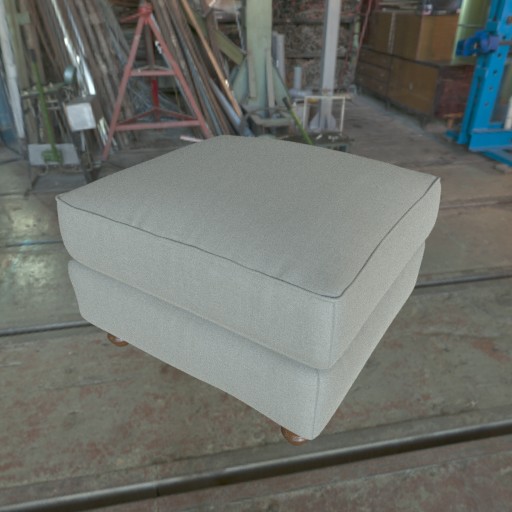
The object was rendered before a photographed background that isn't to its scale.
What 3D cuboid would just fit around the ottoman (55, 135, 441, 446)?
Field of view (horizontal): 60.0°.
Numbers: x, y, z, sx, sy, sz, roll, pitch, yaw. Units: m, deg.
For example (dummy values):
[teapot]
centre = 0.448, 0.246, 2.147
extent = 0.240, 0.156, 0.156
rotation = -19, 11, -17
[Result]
[ottoman]
centre = 0.000, 0.000, 1.128
extent = 0.716, 0.505, 0.662
rotation = 19, 36, 29
